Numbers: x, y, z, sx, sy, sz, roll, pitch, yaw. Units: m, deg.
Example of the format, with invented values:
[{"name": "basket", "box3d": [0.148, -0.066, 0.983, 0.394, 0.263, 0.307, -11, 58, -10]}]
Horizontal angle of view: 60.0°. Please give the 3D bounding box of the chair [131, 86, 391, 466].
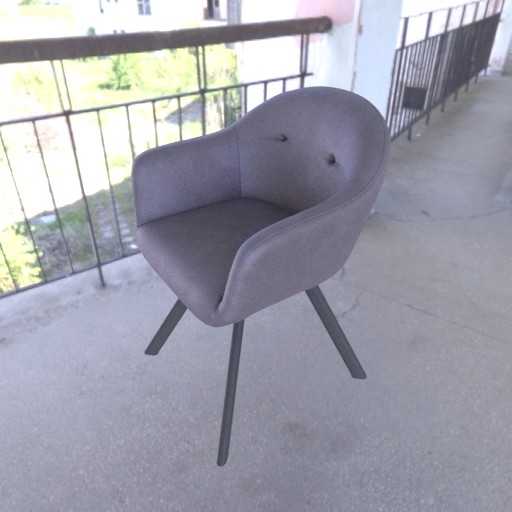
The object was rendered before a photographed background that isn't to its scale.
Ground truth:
[{"name": "chair", "box3d": [0.000, 0.000, 1.171, 0.544, 0.781, 0.567, -20, 37, -28]}]
